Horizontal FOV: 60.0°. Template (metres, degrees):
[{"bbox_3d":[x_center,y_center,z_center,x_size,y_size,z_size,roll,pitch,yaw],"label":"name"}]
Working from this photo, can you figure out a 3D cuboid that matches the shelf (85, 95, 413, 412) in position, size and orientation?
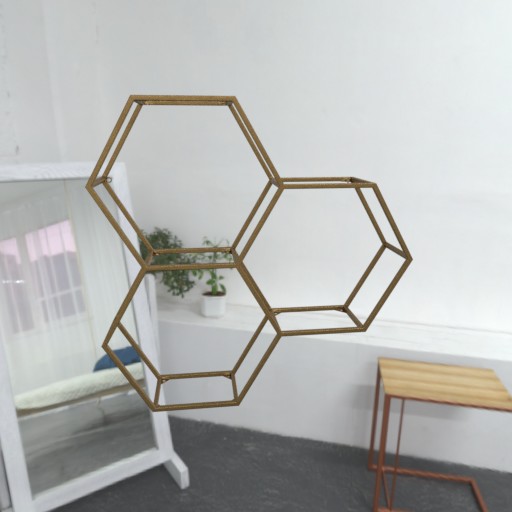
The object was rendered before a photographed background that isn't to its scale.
[{"bbox_3d":[0.000,0.000,1.047,0.708,0.701,0.150,-2,16,-7],"label":"shelf"}]
